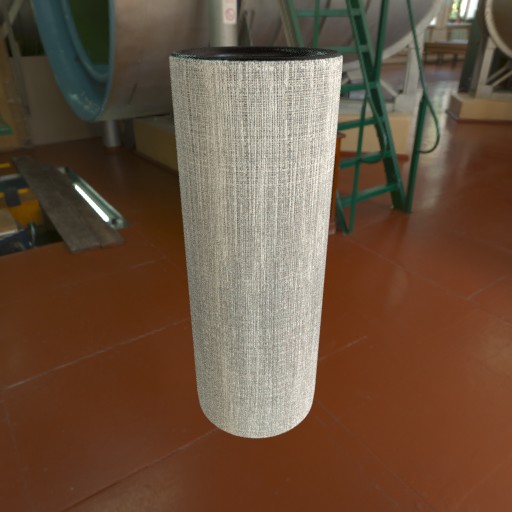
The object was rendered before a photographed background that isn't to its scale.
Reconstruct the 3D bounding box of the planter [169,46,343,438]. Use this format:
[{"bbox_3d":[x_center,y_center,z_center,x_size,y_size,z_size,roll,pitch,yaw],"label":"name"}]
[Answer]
[{"bbox_3d":[0.000,0.000,0.321,0.100,0.270,0.100,0,28,0],"label":"planter"}]
